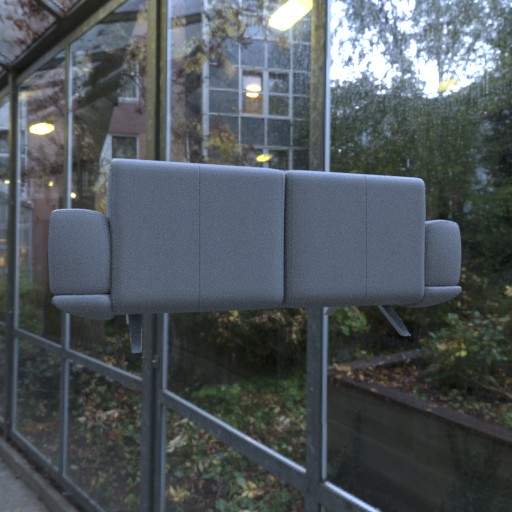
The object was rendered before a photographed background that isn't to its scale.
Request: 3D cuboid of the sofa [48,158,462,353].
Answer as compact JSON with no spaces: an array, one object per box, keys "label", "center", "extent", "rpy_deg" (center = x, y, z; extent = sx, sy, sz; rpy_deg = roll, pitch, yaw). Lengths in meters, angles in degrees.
[{"label":"sofa","center":[0.000,0.000,2.345],"extent":[1.901,0.772,0.900],"rpy_deg":[0,0,-18]}]
